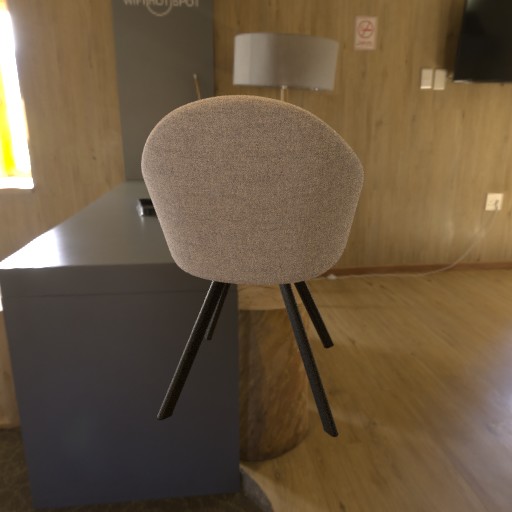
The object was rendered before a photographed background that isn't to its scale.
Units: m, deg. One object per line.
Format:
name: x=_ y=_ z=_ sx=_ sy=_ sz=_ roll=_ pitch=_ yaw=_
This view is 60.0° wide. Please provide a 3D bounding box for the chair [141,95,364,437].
chair: x=0.000 y=0.000 z=1.183 sx=0.540 sy=0.780 sz=0.570 roll=2 pitch=17 yaw=8
